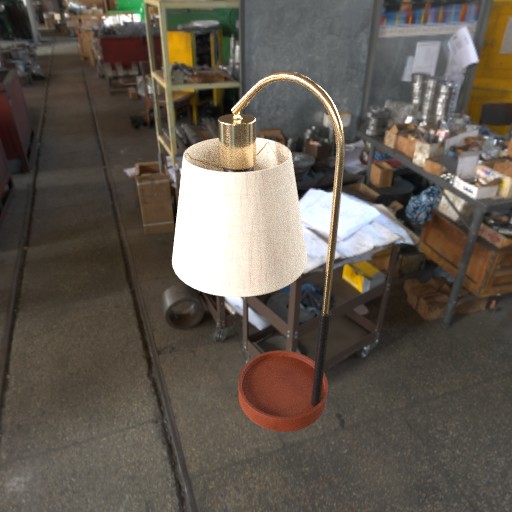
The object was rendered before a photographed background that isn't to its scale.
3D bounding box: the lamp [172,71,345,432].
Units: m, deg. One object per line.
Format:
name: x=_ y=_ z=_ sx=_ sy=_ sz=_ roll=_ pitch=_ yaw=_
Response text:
lamp: x=0.000 y=0.000 z=0.676 sx=0.273 sy=0.536 sz=0.211 roll=21 pitch=38 yaw=30
